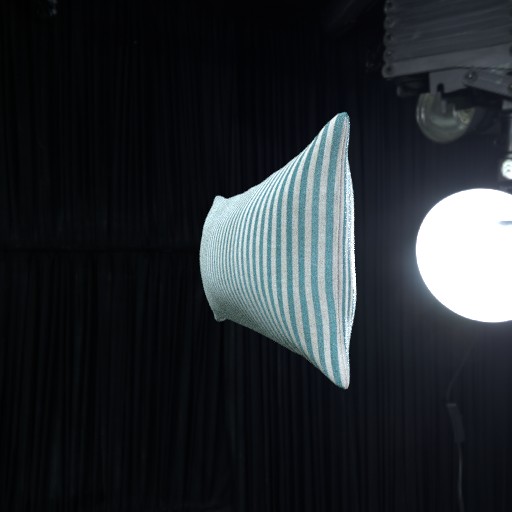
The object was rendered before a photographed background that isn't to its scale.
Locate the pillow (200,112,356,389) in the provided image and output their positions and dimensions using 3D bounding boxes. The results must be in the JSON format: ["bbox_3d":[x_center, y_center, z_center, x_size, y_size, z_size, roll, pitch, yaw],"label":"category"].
[{"bbox_3d":[0.000,0.000,0.757,0.151,0.295,0.617,0,-1,-18],"label":"pillow"}]
